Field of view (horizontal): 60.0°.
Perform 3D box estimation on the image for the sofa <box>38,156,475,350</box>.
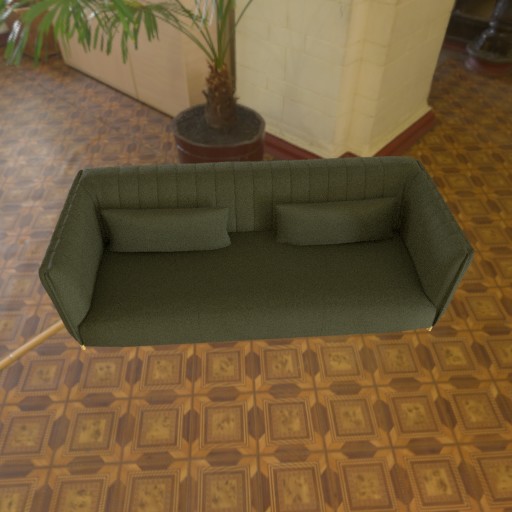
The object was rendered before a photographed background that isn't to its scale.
[{"bbox_3d":[0.000,0.000,2.619,2.137,0.793,0.896,-3,46,-3],"label":"sofa"}]
